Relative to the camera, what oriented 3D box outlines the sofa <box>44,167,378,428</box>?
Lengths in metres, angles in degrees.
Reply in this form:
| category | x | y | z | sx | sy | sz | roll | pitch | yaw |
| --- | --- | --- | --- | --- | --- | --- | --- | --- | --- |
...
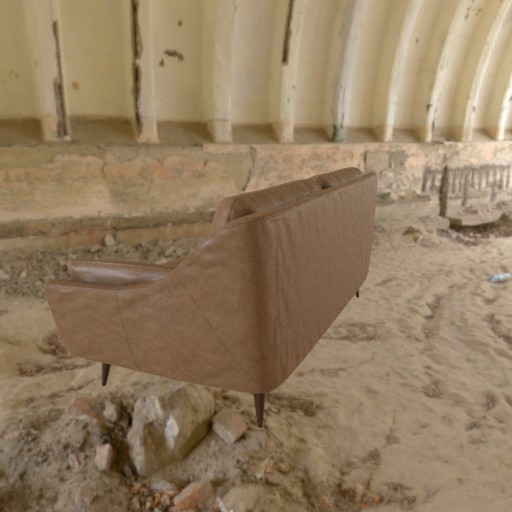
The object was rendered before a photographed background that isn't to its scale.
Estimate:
| category | x | y | z | sx | sy | sz | roll | pitch | yaw |
| --- | --- | --- | --- | --- | --- | --- | --- | --- | --- |
| sofa | 0.000 | 0.000 | 2.316 | 0.904 | 0.839 | 1.902 | 7 | 17 | 25 |
